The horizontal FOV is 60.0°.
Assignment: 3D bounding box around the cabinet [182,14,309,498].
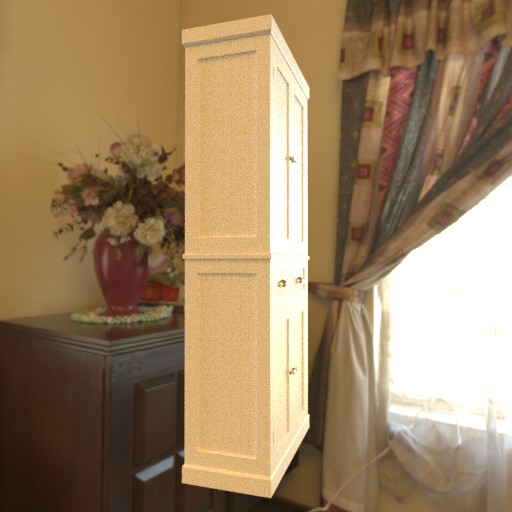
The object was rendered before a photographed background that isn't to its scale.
[{"bbox_3d":[0.000,0.000,2.088,0.390,1.829,0.754,0,-1,18],"label":"cabinet"}]
